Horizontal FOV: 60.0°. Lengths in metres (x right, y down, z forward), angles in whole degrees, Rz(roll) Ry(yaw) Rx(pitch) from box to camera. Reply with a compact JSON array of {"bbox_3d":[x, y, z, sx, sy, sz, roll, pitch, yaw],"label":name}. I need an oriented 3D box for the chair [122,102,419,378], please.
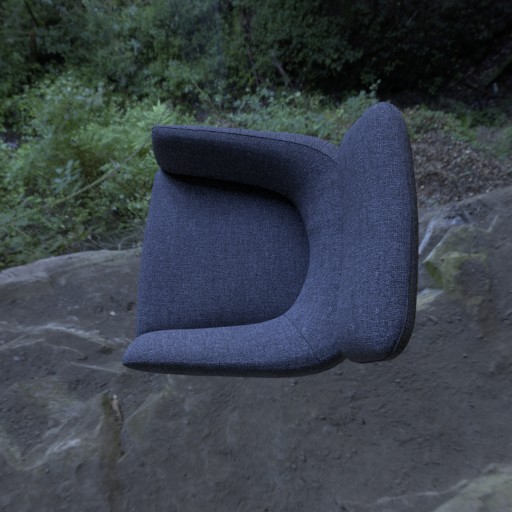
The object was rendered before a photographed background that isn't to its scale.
[{"bbox_3d":[0.000,0.000,1.323,0.715,0.812,0.706,3,76,1],"label":"chair"}]
